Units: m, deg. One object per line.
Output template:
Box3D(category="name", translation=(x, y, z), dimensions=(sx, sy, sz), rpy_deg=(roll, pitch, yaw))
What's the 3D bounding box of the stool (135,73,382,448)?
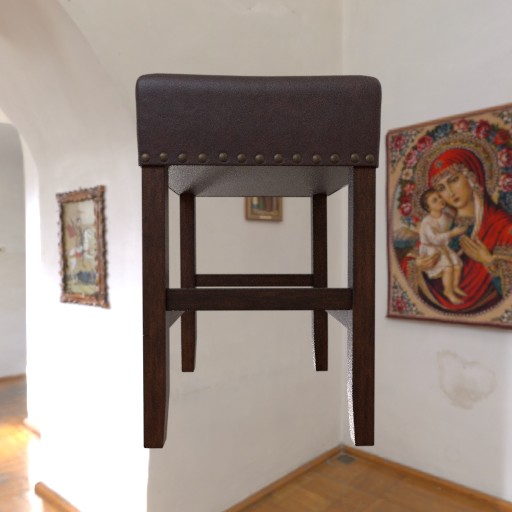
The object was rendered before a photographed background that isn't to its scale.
Box3D(category="stool", translation=(0.000, 0.000, 0.936), dimensions=(0.397, 0.608, 0.465), rpy_deg=(0, 1, -1))
